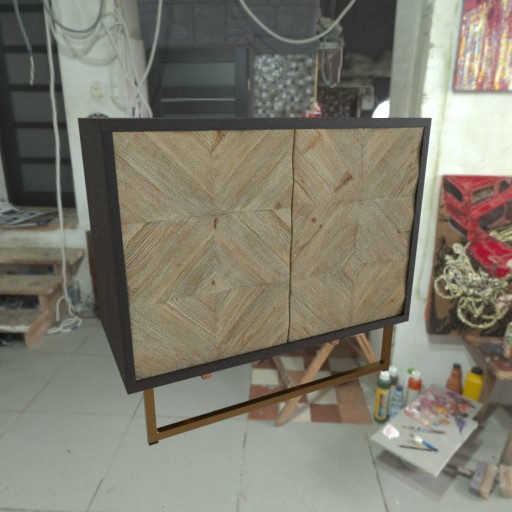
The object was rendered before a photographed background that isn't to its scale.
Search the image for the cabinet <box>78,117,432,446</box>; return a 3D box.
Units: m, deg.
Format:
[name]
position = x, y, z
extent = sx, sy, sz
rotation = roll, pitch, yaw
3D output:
[cabinet]
position = 0.000, 0.000, 1.445
extent = 0.950, 0.860, 0.451
rotation = -9, 20, -25
